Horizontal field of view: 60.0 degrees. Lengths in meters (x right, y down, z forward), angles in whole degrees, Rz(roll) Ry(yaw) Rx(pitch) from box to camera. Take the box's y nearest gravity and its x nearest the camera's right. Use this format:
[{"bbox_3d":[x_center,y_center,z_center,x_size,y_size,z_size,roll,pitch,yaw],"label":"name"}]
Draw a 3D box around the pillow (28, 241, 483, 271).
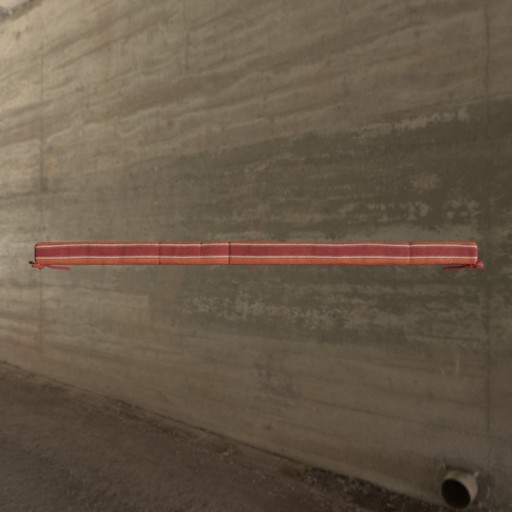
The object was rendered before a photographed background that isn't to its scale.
[{"bbox_3d":[0.000,0.000,1.339,1.187,0.081,0.492,0,-1,0],"label":"pillow"}]
